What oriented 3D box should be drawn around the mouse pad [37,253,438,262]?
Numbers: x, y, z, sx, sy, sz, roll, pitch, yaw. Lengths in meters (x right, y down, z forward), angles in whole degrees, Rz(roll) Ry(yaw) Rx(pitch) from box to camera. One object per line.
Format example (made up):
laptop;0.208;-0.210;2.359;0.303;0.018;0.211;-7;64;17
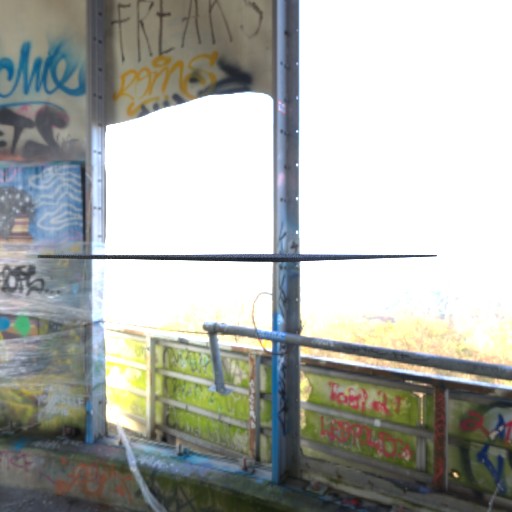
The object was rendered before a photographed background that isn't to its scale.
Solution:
mouse pad;0.000;0.000;0.343;0.211;0.002;0.249;0;1;38
